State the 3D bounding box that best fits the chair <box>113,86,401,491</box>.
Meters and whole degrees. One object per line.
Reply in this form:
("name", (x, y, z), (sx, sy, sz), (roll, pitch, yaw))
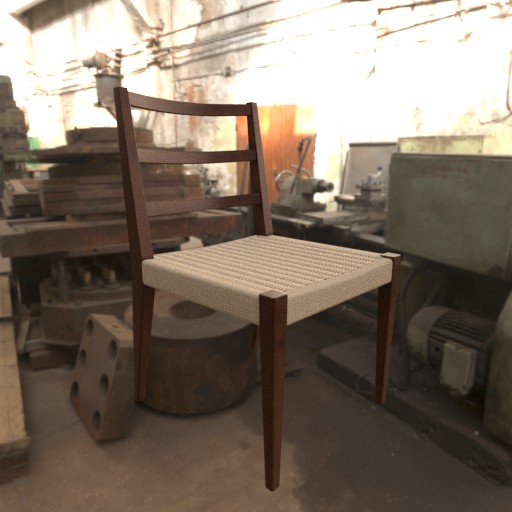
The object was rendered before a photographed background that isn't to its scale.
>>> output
("chair", (0.000, 0.000, 1.132), (0.551, 0.813, 0.480), (12, 18, 43))
